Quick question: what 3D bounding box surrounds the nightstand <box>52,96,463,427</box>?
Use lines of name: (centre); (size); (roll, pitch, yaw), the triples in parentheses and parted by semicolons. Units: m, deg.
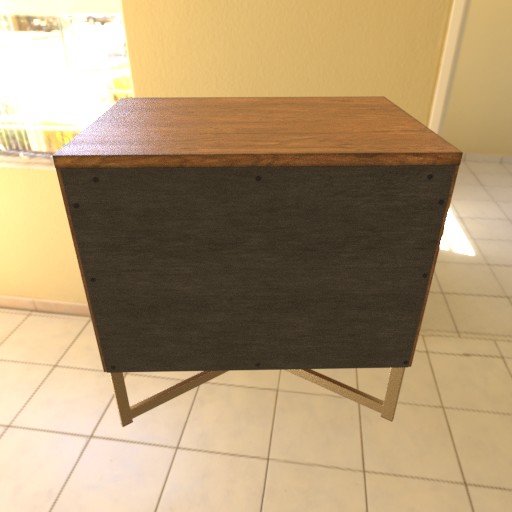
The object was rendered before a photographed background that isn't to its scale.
nightstand: (0.000, 0.000, 1.002); (0.610, 0.610, 0.446); (-1, 30, -1)
